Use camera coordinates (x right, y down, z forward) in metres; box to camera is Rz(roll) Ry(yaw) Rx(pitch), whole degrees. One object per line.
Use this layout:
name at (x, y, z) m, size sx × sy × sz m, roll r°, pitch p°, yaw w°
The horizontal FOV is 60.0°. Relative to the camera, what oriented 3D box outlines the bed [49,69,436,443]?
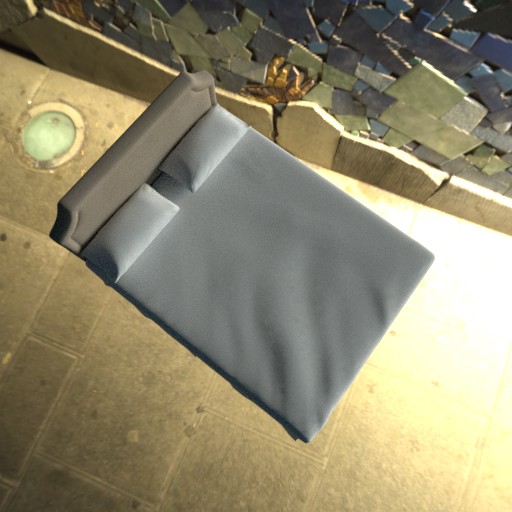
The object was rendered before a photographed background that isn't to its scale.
bed at (0.000, 0.000, 3.660) m, size 2.498 × 1.293 × 1.977 m, roll 37°, pitch 78°, yaw 9°
